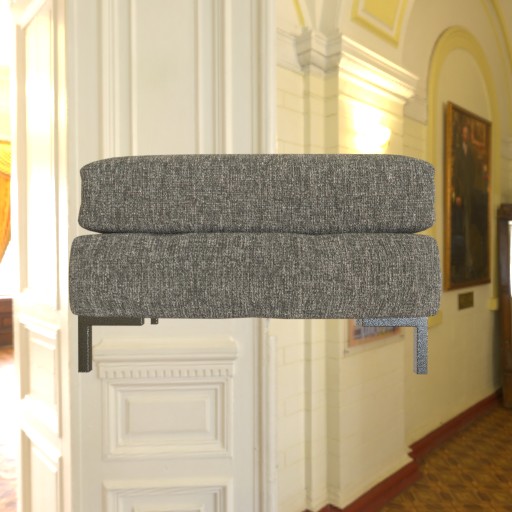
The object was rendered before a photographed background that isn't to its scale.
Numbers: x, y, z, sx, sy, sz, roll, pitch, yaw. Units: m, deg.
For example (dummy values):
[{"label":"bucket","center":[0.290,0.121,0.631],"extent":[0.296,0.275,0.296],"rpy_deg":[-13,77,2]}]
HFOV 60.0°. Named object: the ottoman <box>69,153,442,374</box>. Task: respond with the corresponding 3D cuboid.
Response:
[{"label":"ottoman","center":[0.000,0.000,1.229],"extent":[0.828,0.480,0.683],"rpy_deg":[0,1,1]}]
